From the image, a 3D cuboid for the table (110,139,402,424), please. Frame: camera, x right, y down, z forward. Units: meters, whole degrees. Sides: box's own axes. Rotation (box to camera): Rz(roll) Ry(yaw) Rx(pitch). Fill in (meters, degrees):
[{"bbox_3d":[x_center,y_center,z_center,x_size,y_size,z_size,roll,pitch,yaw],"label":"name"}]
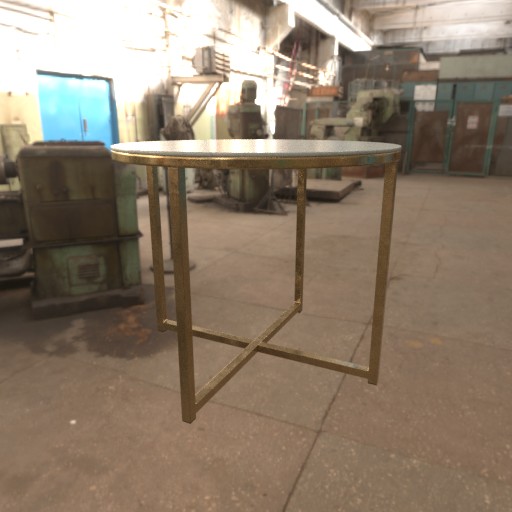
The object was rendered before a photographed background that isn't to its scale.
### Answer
[{"bbox_3d":[0.000,0.000,0.857,0.500,0.420,0.500,0,17,0],"label":"table"}]
